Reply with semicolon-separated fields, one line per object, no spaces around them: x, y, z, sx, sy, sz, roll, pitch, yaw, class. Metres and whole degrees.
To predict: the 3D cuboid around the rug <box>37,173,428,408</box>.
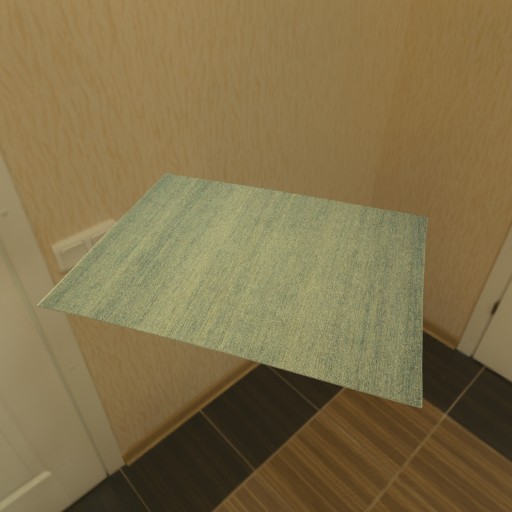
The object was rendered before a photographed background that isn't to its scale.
0.000;0.000;4.383;3.237;0.046;2.461;12;41;14;rug
